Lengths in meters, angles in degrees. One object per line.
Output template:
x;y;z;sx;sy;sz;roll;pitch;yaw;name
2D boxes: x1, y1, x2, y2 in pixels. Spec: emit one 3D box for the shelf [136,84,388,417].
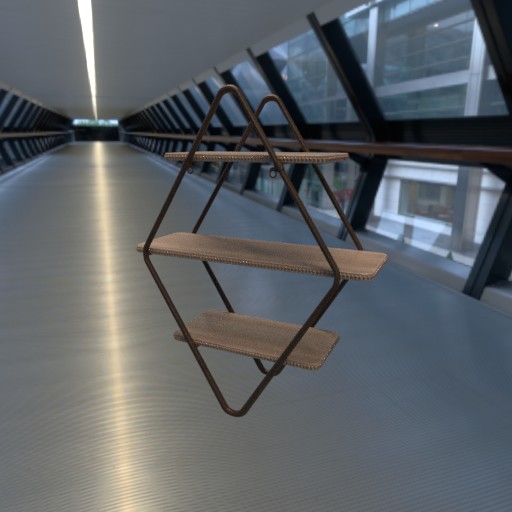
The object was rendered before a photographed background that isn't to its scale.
0.000;0.000;1.096;0.609;0.774;0.234;7;16;25;shelf
